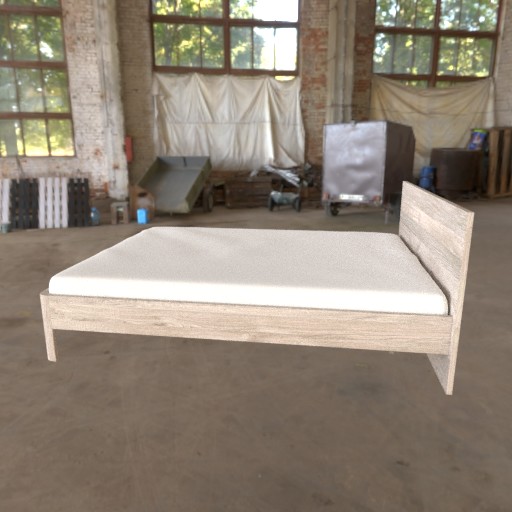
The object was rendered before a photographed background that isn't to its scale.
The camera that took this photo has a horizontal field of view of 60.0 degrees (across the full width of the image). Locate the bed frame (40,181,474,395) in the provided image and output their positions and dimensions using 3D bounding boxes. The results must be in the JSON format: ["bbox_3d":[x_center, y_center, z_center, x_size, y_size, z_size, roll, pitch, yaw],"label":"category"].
[{"bbox_3d":[0.000,0.000,2.687,1.950,0.800,1.490,2,14,8],"label":"bed frame"}]
